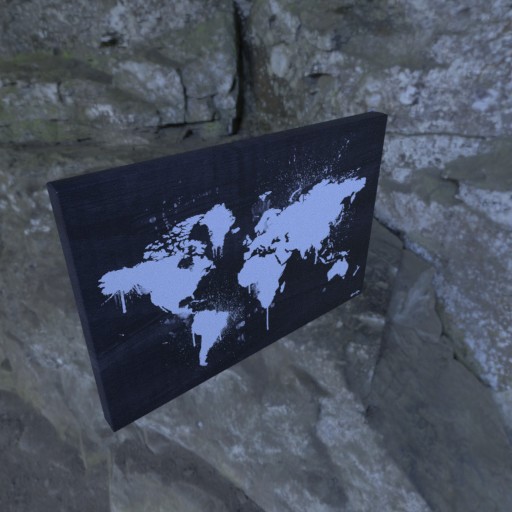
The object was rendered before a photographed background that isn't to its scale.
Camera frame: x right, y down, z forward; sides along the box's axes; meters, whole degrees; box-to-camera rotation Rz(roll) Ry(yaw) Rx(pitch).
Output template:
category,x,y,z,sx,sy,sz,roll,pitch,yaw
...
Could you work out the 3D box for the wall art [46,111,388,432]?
category,x,y,z,sx,sy,sz,roll,pitch,yaw
wall art,0.000,0.000,0.778,0.610,0.409,0.038,-22,37,-33
